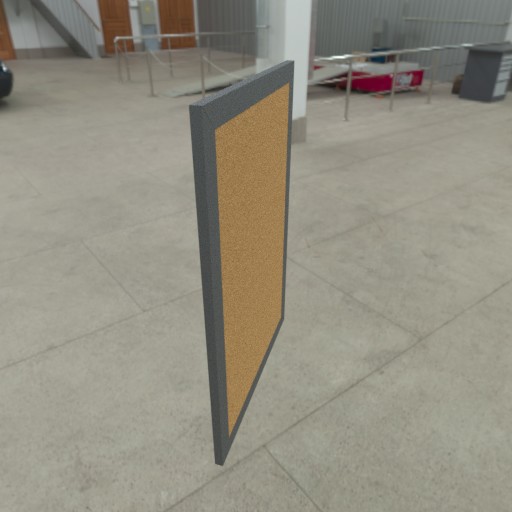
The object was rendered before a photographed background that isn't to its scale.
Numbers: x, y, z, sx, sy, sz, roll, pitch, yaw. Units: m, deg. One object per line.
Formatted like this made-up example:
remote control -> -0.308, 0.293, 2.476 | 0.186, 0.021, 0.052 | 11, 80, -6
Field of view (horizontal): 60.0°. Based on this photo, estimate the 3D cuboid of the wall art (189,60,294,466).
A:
wall art -> 0.000, 0.000, 0.705 | 0.013, 0.534, 0.380 | 9, 31, 15
